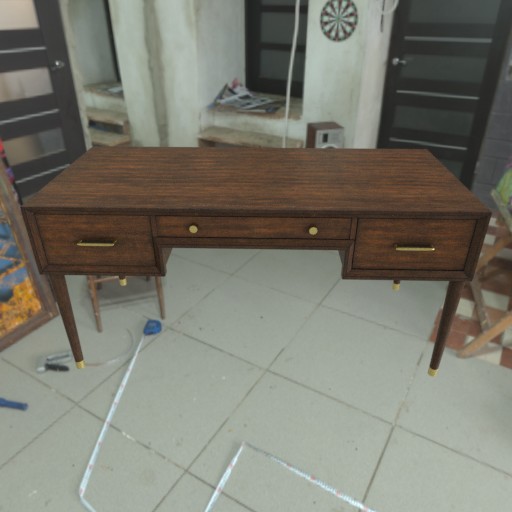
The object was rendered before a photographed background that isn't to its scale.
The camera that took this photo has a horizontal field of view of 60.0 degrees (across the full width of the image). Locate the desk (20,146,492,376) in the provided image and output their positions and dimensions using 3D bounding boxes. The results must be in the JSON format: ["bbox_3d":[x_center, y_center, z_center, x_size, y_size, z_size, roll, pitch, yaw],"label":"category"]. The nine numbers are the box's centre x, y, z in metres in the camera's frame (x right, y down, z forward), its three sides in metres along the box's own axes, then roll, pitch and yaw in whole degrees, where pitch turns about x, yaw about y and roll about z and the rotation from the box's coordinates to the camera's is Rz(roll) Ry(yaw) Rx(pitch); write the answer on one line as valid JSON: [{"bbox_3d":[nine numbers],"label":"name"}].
[{"bbox_3d":[0.000,0.000,1.969,1.575,0.762,0.724,1,30,1],"label":"desk"}]
